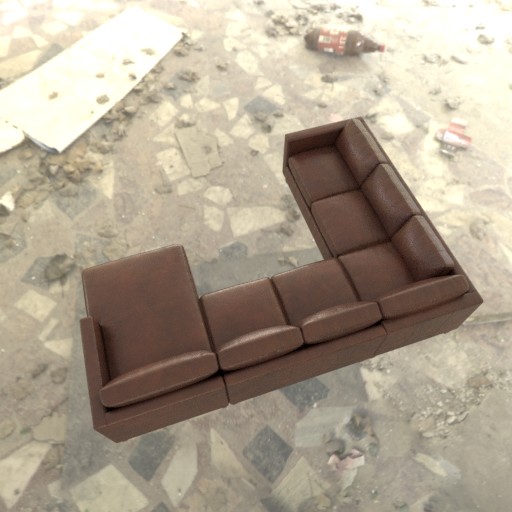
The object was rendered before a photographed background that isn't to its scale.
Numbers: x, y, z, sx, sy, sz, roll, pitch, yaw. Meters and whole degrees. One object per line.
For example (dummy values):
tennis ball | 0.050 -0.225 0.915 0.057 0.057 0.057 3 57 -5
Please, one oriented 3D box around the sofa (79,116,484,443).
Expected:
sofa | 0.000 0.000 4.374 3.324 0.891 2.452 -16 60 -9
